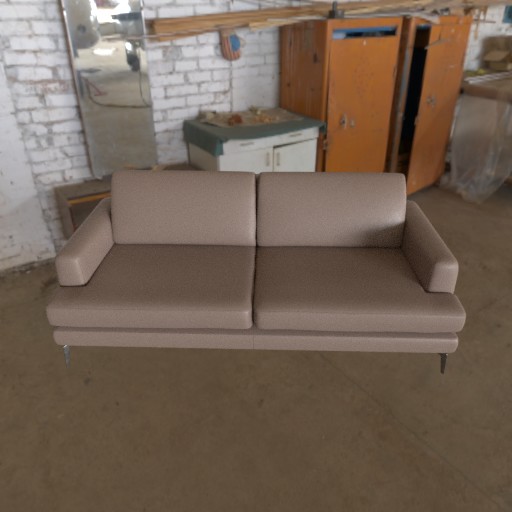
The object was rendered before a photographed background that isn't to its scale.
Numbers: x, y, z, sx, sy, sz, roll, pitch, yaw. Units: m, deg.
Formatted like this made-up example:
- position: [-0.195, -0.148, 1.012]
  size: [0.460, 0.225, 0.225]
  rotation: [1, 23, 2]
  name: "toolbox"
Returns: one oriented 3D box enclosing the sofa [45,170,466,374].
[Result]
- position: [0.000, 0.000, 2.411]
  size: [1.940, 0.765, 0.974]
  rotation: [1, 30, 1]
  name: "sofa"
